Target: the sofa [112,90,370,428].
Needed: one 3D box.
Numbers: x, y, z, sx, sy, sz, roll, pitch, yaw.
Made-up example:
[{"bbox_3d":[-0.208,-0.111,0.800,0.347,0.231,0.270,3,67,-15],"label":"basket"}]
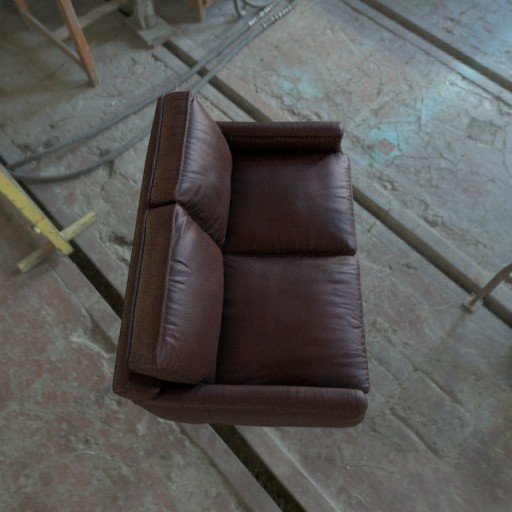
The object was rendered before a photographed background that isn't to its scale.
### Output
[{"bbox_3d":[0.000,0.000,2.306,1.083,1.003,1.628,1,64,1],"label":"sofa"}]
